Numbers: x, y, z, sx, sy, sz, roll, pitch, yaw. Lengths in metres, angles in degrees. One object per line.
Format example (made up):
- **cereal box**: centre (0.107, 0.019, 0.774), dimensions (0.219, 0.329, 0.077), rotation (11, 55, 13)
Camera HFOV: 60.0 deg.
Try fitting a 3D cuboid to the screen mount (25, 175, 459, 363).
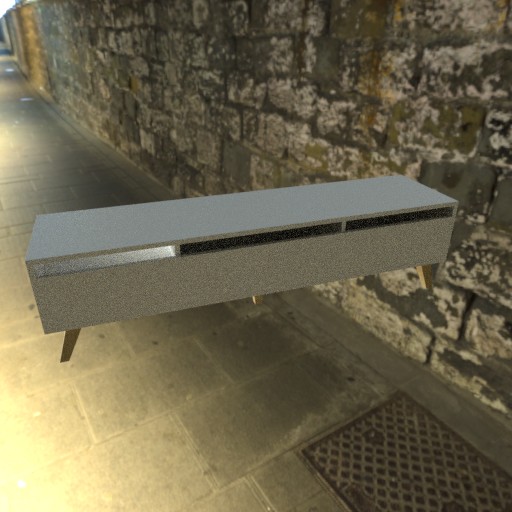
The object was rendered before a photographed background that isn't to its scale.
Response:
- **screen mount**: centre (0.000, 0.000, 1.871), dimensions (1.644, 0.432, 0.399), rotation (-9, 28, -17)
